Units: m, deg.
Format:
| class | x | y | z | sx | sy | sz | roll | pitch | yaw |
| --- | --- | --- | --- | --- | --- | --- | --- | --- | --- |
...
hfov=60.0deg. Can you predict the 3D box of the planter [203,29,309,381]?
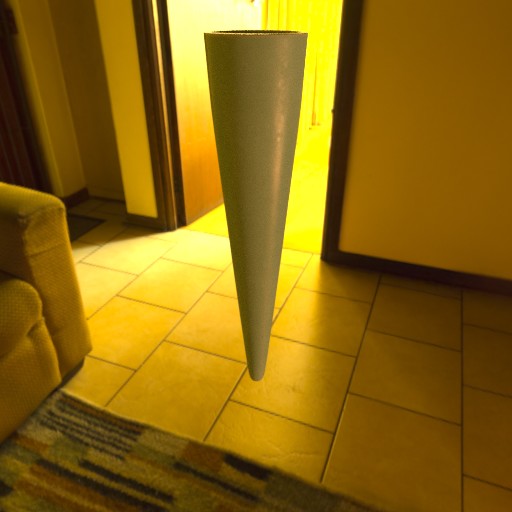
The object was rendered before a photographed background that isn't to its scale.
| class | x | y | z | sx | sy | sz | roll | pitch | yaw |
| --- | --- | --- | --- | --- | --- | --- | --- | --- | --- |
| planter | 0.000 | 0.000 | 0.295 | 0.054 | 0.268 | 0.055 | 1 | 30 | 2 |
